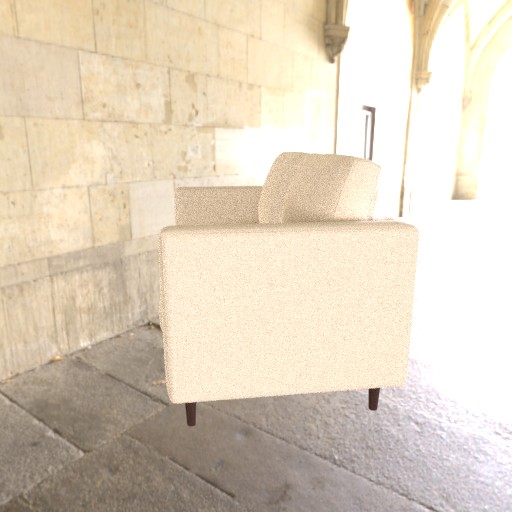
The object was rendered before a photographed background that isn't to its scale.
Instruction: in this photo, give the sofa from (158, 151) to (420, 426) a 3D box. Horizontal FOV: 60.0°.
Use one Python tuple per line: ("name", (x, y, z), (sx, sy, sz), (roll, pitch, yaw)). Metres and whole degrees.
("sofa", (0.000, 0.000, 1.992), (0.796, 0.908, 1.430), (-2, 14, -8))
